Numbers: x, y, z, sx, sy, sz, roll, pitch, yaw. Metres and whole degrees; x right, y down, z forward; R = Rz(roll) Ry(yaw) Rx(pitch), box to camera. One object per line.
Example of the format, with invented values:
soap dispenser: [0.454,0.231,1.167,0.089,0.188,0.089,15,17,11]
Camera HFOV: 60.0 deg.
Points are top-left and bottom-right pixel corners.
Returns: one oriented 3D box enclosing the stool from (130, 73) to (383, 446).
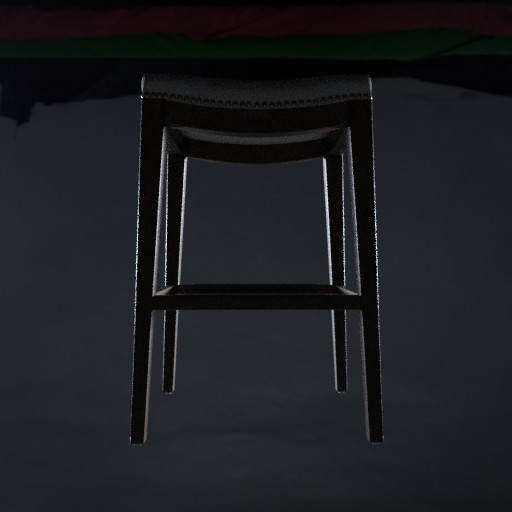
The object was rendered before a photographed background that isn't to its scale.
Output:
stool: [0.000,0.000,1.064,0.508,0.762,0.356,0,0,-1]
